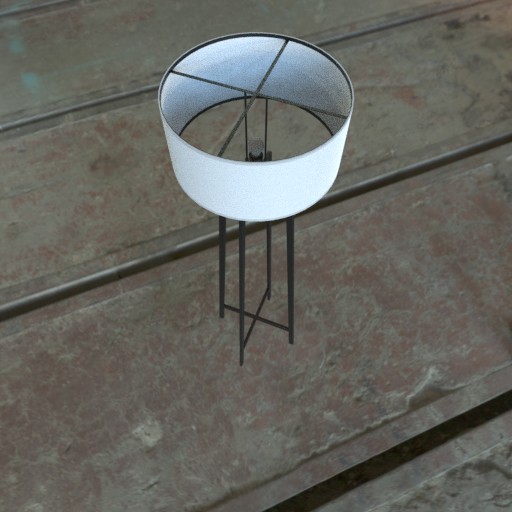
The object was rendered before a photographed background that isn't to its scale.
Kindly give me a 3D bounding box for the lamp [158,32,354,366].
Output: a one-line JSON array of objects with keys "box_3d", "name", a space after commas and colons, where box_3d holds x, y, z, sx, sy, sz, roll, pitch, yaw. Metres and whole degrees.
[{"box_3d": [0.000, 0.000, 1.688, 0.457, 1.510, 0.456, 19, 61, 11], "name": "lamp"}]
